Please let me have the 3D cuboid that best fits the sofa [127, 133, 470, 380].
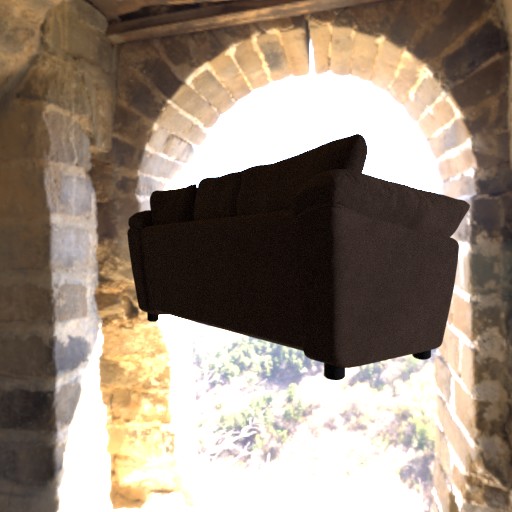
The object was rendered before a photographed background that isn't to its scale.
[{"bbox_3d":[0.000,0.000,2.797,0.878,1.015,2.336,0,0,-36],"label":"sofa"}]
